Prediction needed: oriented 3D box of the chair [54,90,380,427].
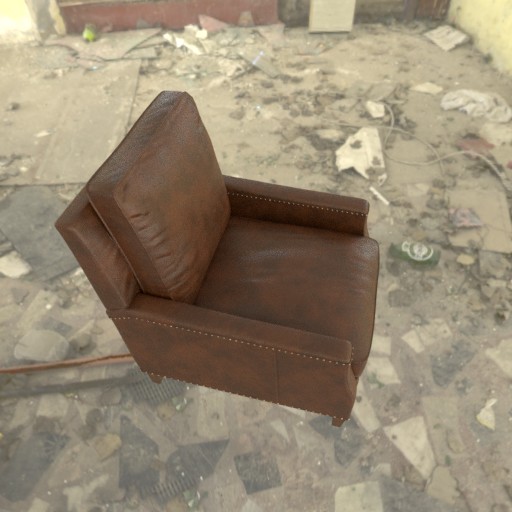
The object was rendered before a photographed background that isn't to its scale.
[{"bbox_3d":[0.000,0.000,1.826,1.035,1.054,0.854,10,48,9],"label":"chair"}]
